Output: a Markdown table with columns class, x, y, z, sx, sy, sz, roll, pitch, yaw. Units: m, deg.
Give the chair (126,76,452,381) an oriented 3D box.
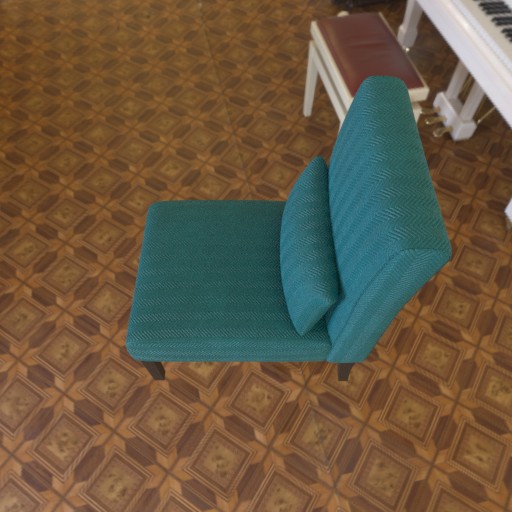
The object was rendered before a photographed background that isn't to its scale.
| class | x | y | z | sx | sy | sz | roll | pitch | yaw |
| --- | --- | --- | --- | --- | --- | --- | --- | --- | --- |
| chair | 0.000 | 0.000 | 1.415 | 0.808 | 0.927 | 0.579 | 0 | 58 | 0 |
